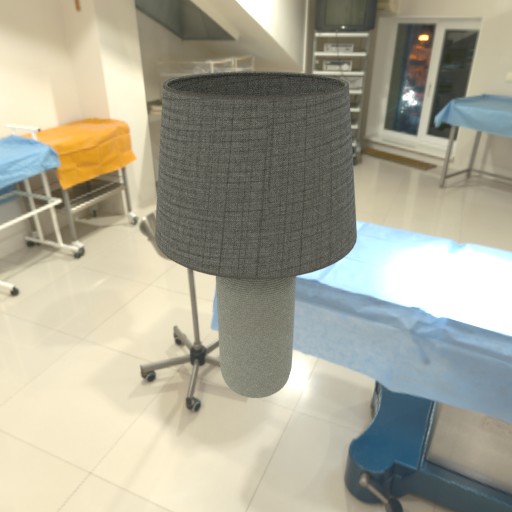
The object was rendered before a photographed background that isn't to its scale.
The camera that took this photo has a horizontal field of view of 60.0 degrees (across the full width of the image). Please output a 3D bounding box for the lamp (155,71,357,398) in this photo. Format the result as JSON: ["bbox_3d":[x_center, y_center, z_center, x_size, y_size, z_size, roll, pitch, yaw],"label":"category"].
[{"bbox_3d":[0.000,0.000,0.582,0.251,0.429,0.251,0,28,0],"label":"lamp"}]
